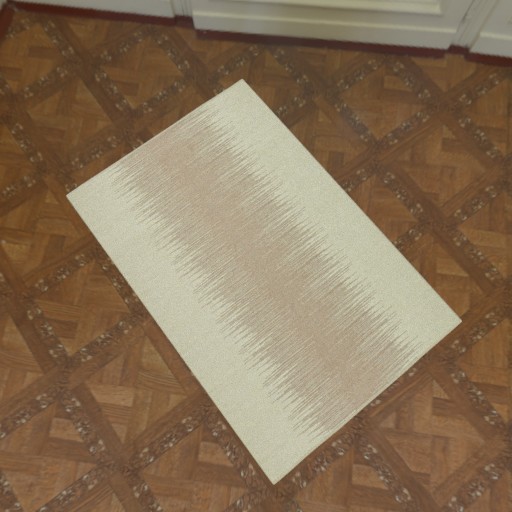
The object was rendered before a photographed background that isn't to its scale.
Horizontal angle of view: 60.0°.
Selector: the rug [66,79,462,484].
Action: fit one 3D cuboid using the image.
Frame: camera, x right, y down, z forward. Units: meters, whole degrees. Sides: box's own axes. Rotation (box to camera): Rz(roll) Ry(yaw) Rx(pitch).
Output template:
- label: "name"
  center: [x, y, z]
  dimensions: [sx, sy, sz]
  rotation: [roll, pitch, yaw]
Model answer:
- label: "rug"
  center: [0.000, 0.000, 2.358]
  dimensions: [1.234, 0.006, 1.850]
  rotation: [-37, 77, -10]
